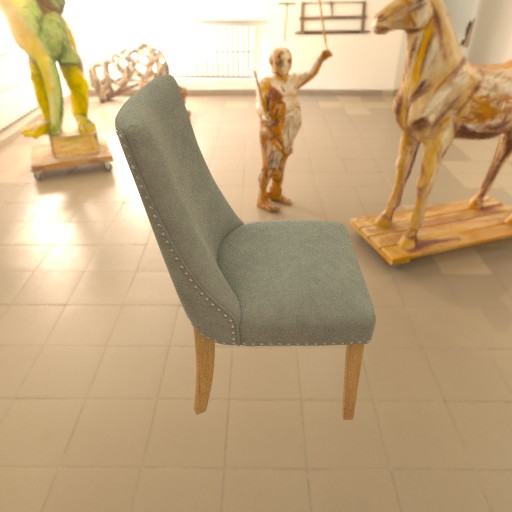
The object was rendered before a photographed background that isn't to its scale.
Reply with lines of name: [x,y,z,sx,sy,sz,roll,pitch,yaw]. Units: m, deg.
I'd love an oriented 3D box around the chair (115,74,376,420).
chair: [0.000,0.000,1.275,0.610,0.902,0.495,0,34,0]
